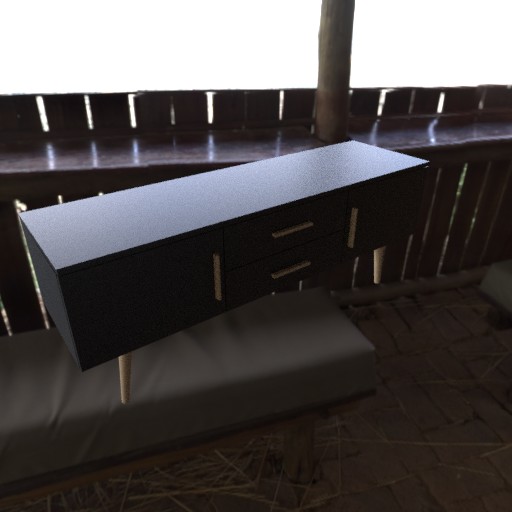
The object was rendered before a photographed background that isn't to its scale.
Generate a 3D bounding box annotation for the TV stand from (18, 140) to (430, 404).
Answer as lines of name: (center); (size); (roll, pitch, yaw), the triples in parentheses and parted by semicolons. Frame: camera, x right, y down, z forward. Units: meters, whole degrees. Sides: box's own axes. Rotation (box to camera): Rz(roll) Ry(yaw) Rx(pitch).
TV stand: (0.000, 0.000, 1.528); (1.312, 0.518, 0.390); (-19, 34, -31)
